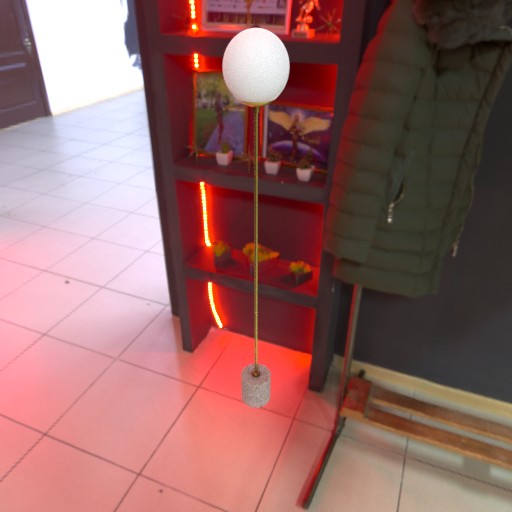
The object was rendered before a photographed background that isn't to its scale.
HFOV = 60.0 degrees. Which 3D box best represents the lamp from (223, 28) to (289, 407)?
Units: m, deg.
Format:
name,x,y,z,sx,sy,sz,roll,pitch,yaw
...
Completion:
name,x,y,z,sx,sy,sz,roll,pitch,yaw
lamp,0.000,0.000,1.906,0.229,1.748,0.229,-20,37,-29
